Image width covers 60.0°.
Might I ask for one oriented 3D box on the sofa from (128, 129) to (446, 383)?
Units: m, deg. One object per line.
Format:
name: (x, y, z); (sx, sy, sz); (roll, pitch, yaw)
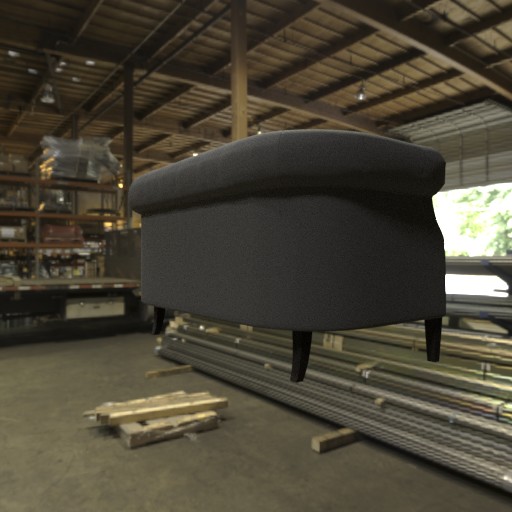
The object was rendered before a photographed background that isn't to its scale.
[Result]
sofa: (0.000, 0.000, 2.053); (0.835, 0.827, 1.558); (0, 0, -37)
